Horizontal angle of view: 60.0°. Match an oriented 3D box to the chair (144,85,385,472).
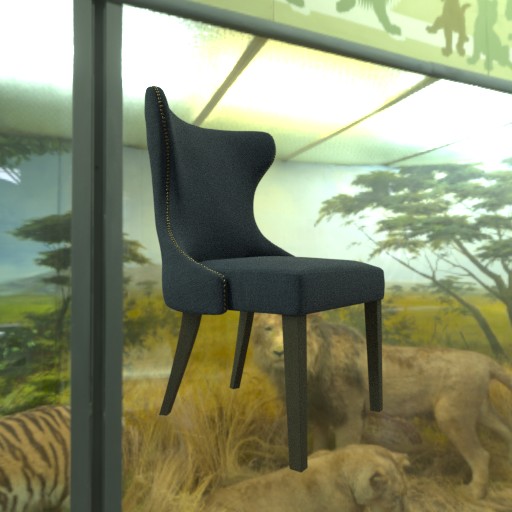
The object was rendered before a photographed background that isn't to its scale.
[{"bbox_3d":[0.000,0.000,1.370,0.635,0.967,0.628,0,-1,36],"label":"chair"}]
